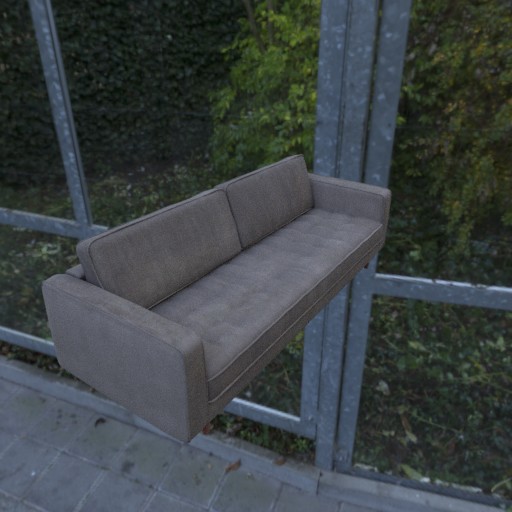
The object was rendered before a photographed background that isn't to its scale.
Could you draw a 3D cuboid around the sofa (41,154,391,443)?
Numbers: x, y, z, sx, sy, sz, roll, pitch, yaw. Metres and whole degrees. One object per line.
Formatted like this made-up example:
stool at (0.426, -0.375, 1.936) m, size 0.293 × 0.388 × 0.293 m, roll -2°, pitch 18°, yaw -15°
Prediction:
sofa at (0.000, 0.000, 2.729) m, size 0.923 × 0.813 × 2.295 m, roll 17°, pitch 32°, yaw 30°
